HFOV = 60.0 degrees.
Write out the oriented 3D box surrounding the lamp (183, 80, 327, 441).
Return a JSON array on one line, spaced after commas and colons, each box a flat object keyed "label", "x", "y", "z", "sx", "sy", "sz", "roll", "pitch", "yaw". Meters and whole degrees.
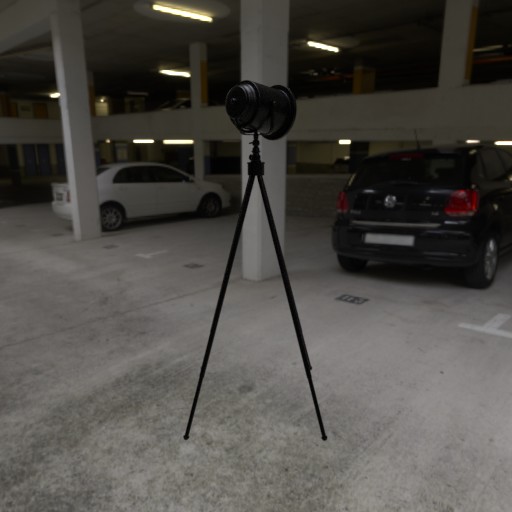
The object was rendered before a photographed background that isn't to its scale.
[{"label": "lamp", "x": 0.000, "y": 0.000, "z": 2.040, "sx": 0.884, "sy": 1.504, "sz": 0.879, "roll": -14, "pitch": 20, "yaw": -43}]
